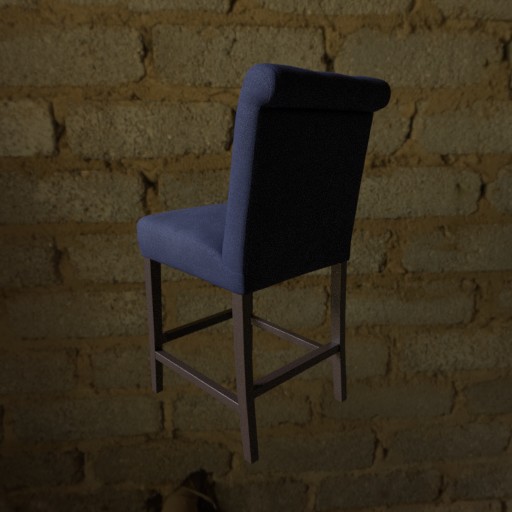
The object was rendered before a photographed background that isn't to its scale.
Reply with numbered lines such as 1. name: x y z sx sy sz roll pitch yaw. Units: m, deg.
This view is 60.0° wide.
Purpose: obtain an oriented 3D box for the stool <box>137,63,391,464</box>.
1. stool: 0.000 0.000 1.357 0.493 1.010 0.601 -15 22 -42
